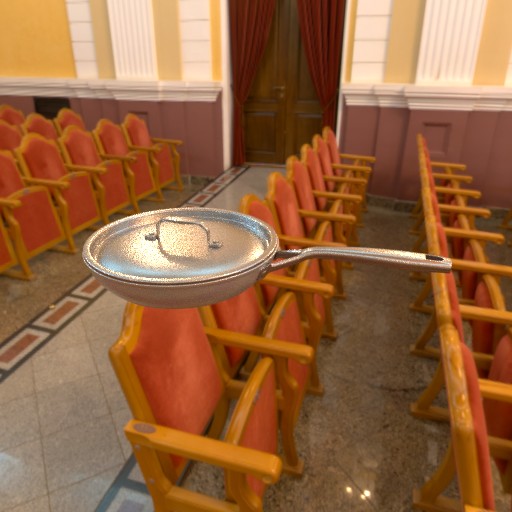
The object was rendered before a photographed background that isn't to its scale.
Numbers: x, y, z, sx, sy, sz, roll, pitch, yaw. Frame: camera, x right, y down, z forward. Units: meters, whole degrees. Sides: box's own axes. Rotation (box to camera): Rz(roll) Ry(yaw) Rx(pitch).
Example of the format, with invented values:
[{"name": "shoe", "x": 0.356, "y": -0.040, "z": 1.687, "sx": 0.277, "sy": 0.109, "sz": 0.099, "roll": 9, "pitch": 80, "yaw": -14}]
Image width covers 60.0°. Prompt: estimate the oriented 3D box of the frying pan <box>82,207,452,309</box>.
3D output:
[{"name": "frying pan", "x": 0.000, "y": 0.000, "z": 0.608, "sx": 0.490, "sy": 0.086, "sz": 0.272, "roll": 7, "pitch": 26, "yaw": 16}]
